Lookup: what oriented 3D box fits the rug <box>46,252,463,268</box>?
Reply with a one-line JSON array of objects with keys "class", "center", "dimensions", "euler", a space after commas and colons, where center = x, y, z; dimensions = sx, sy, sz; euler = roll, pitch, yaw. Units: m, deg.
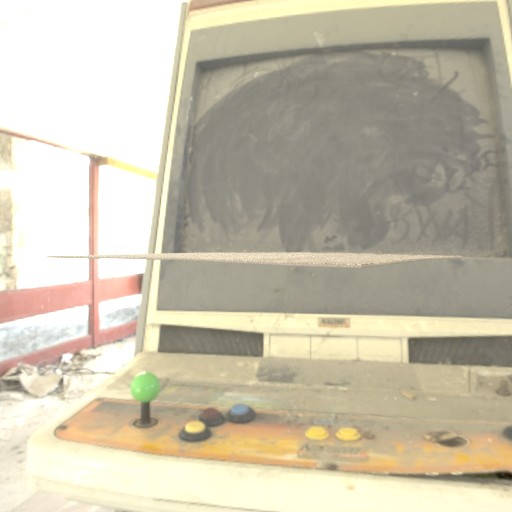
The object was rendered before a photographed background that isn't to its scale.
[{"class": "rug", "center": [0.000, 0.000, 4.243], "dimensions": [3.202, 0.045, 2.434], "euler": [1, 2, 37]}]
